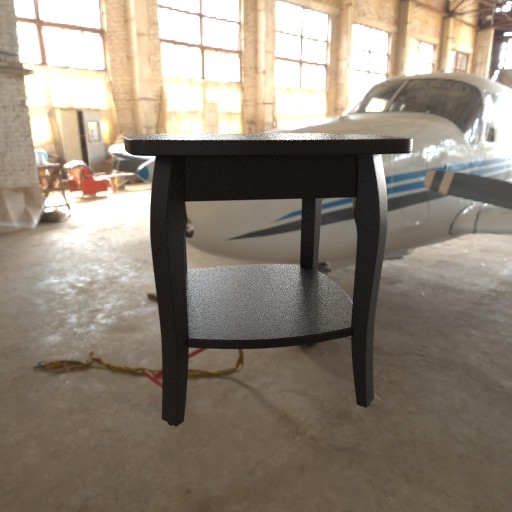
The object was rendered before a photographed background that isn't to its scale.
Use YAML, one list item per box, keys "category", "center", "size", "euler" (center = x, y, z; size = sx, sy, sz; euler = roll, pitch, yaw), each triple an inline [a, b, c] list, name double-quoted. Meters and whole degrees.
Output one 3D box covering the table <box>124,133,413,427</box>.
- category: "table"
  center: [0.000, 0.000, 0.871]
  size: [0.457, 0.457, 0.508]
  euler: [-3, 17, -9]
